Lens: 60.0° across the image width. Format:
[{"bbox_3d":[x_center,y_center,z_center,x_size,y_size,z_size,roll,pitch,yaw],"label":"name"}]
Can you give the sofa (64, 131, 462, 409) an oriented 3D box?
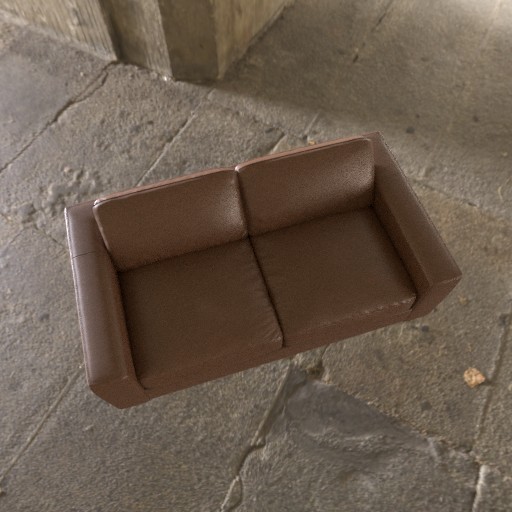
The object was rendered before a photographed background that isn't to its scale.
[{"bbox_3d":[0.000,0.000,2.495,1.920,0.800,1.070,-15,63,-8],"label":"sofa"}]
